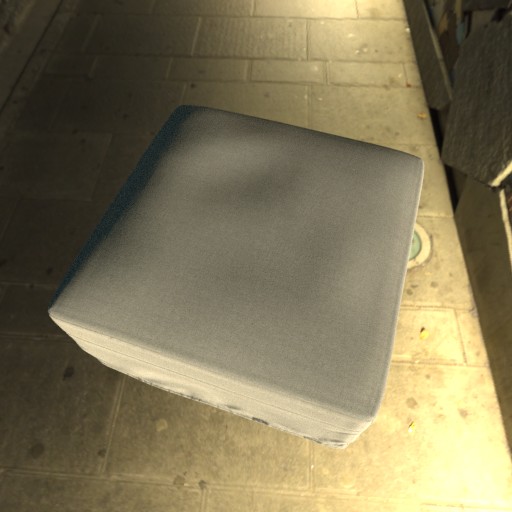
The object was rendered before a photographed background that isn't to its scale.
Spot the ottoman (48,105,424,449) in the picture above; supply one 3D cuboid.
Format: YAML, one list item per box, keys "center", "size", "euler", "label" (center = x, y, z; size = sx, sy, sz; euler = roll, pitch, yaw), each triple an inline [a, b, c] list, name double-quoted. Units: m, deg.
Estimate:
- center: [0.000, 0.000, 1.351]
  size: [0.840, 0.436, 0.843]
  euler: [16, 59, 10]
  label: "ottoman"
